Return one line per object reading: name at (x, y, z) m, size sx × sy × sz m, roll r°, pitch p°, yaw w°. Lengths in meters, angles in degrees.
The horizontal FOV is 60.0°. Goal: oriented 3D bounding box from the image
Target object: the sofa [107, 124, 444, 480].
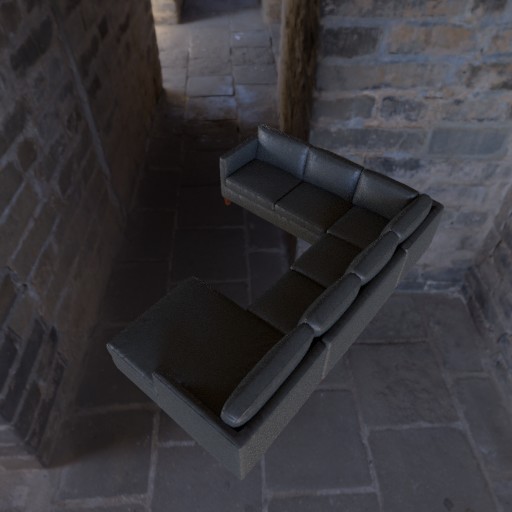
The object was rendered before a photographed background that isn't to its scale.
sofa at (0.000, 0.000, 4.695) m, size 2.593 × 0.923 × 3.460 m, roll 31°, pitch 53°, yaw 26°
